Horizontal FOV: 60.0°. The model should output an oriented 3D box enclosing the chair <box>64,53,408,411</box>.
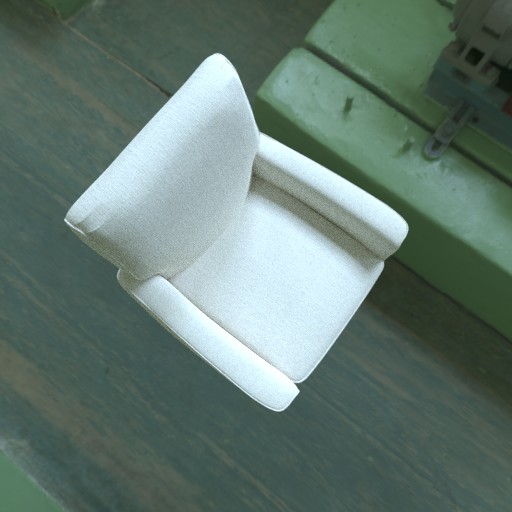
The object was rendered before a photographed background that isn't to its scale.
[{"bbox_3d":[0.000,0.000,1.669,0.858,1.028,0.841,36,78,8],"label":"chair"}]
